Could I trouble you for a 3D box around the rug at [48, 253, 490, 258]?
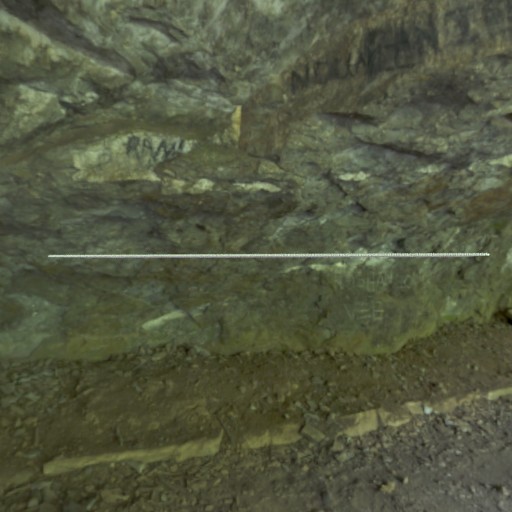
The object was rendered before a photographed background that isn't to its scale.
[{"bbox_3d":[0.000,0.000,2.030,1.824,0.009,0.562,0,-1,17],"label":"rug"}]
